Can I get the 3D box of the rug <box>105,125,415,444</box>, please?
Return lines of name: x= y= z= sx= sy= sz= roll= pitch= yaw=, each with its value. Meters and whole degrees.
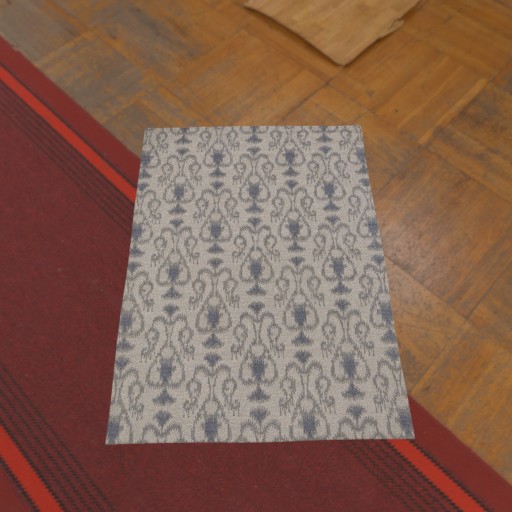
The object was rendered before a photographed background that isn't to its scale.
rug: x=0.000 y=0.000 z=2.907 sx=1.676 sy=0.013 sz=2.261 roll=-1 pitch=63 yaw=0
